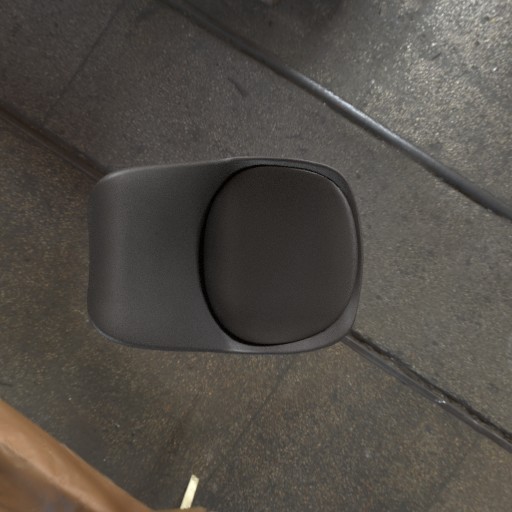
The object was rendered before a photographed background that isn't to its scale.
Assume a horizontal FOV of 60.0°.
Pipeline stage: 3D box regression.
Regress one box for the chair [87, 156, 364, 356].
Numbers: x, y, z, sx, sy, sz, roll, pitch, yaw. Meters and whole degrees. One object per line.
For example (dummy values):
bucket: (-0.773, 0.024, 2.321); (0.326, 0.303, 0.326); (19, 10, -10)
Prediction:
chair: (0.000, 0.000, 1.149); (0.550, 0.850, 0.485); (0, 90, 1)
